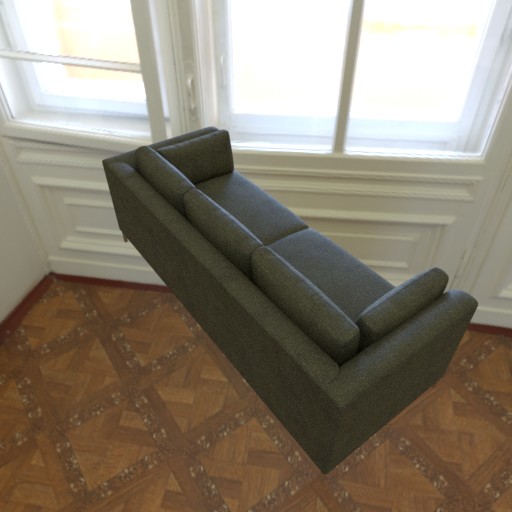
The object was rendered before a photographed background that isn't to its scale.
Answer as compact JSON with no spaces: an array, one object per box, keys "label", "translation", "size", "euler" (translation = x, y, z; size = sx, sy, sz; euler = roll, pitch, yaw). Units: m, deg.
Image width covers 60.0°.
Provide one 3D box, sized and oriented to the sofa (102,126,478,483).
[{"label":"sofa","translation":[0.000,0.000,2.873],"size":[0.969,0.867,2.415],"euler":[-26,48,-27]}]
